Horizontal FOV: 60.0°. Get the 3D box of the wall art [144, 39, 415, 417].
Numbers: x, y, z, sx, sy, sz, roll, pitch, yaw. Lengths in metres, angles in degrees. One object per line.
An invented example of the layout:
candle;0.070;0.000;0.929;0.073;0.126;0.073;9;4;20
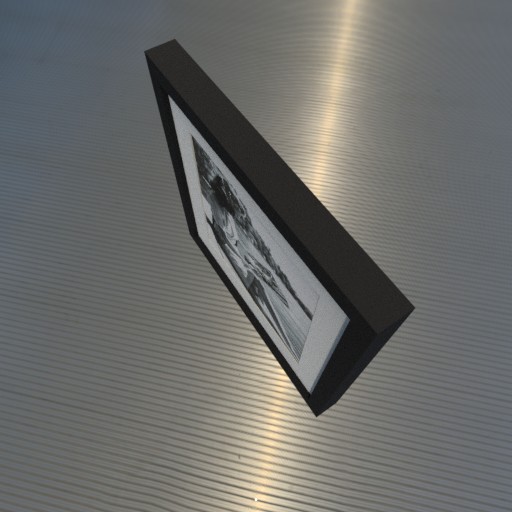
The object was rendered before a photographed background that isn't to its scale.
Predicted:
wall art;0.000;0.000;0.462;0.030;0.305;0.308;-30;65;-15
